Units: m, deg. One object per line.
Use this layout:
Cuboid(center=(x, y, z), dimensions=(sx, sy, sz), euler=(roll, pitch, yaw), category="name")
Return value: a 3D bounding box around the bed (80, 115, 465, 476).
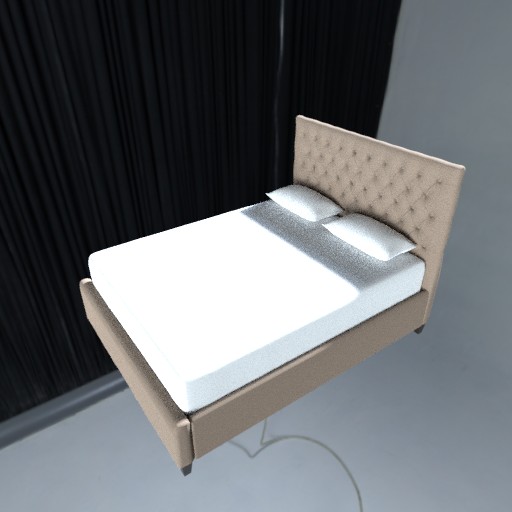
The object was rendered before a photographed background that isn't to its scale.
Cuboid(center=(0.000, 0.000, 3.299), dimensions=(2.233, 1.426, 1.696), euler=(-20, 37, -30), category="bed")
